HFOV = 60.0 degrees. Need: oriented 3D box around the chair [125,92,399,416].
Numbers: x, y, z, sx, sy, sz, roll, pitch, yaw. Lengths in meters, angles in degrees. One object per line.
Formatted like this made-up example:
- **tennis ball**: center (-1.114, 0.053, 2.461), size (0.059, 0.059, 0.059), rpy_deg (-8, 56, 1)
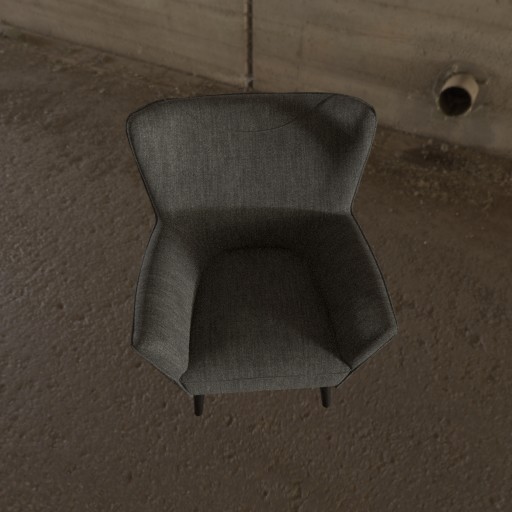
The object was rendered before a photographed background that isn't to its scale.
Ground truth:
- **chair**: center (0.000, 0.000, 1.592), size (0.781, 0.933, 0.888), rpy_deg (-3, 47, -3)
